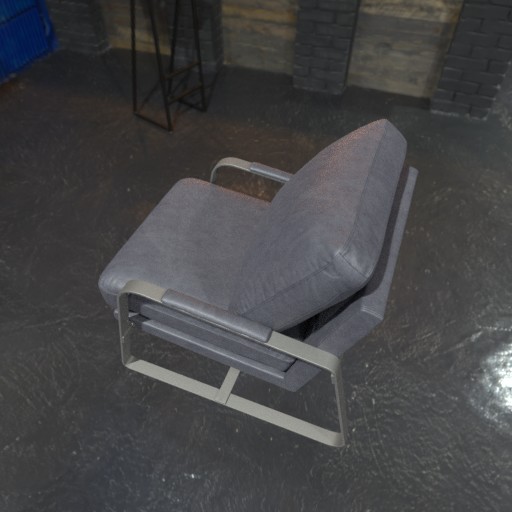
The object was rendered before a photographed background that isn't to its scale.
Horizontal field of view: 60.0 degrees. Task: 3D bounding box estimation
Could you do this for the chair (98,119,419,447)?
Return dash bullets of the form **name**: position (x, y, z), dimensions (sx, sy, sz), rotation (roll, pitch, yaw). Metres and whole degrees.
- **chair**: position (0.000, 0.000, 1.472), dimensions (0.878, 0.839, 0.692), rotation (16, 49, 14)
